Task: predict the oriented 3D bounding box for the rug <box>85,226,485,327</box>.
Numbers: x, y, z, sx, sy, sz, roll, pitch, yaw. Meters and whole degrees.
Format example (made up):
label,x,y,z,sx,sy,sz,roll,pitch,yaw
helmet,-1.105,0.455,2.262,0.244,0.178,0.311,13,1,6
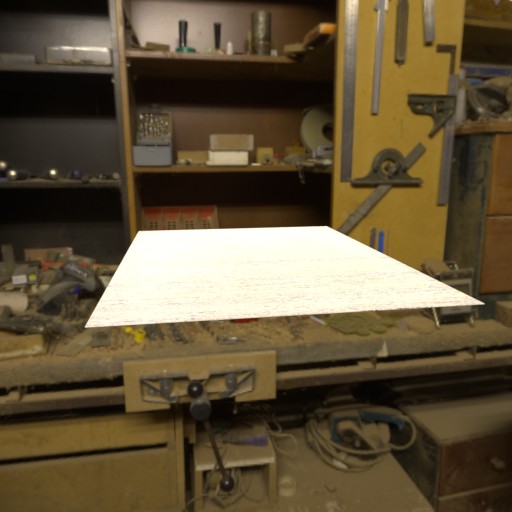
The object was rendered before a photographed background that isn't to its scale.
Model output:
label,x,y,z,sx,sy,sz,roll,pitch,yaw
rug,0.000,0.000,4.178,2.438,0.006,3.197,-2,13,-9
